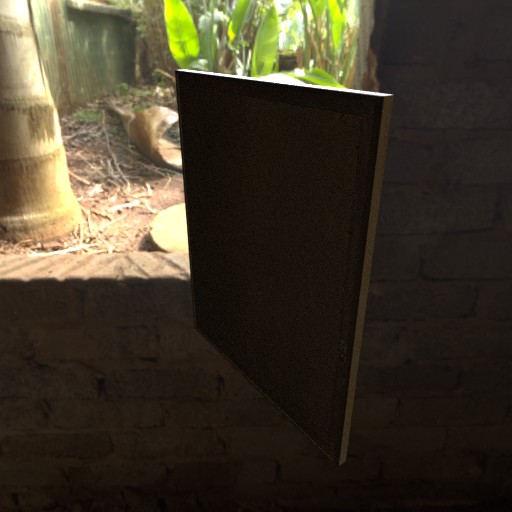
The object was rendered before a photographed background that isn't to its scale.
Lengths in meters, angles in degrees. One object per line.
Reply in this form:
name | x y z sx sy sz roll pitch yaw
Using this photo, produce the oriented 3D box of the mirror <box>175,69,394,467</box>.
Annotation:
mirror | 0.000 0.000 1.186 0.032 0.882 0.730 -18 32 -32
